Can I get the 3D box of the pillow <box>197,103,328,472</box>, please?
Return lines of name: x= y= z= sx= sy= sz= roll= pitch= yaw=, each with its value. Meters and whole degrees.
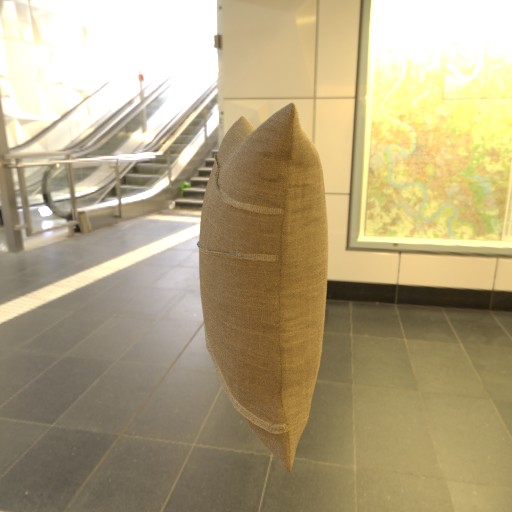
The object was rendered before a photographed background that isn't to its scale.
pillow: x=0.000 y=0.000 z=0.644 sx=0.169 sy=0.400 sz=0.424 roll=-2 pitch=16 yaw=-8
